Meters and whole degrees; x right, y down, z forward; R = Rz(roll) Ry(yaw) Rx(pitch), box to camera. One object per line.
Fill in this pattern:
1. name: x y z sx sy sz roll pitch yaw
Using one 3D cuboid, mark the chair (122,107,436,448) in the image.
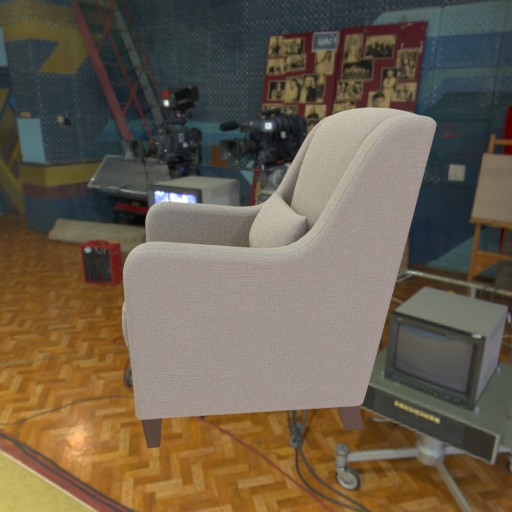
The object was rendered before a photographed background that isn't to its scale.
1. chair: 0.000 0.000 1.599 0.896 1.017 0.715 -2 18 -7
